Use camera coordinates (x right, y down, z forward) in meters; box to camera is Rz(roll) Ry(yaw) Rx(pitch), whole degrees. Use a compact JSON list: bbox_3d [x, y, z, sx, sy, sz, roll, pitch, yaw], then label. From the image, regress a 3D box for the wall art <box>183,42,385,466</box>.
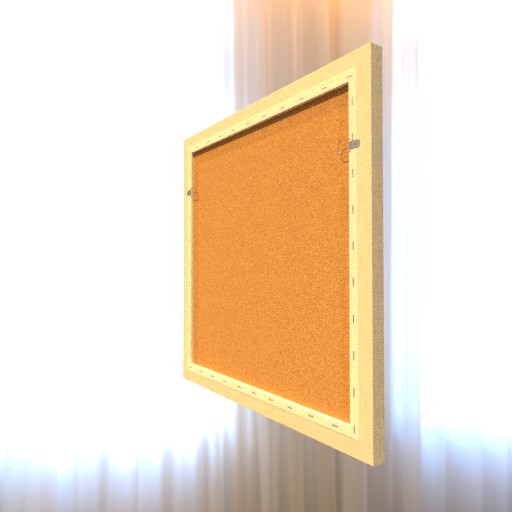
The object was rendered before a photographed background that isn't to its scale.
[{"bbox_3d":[0.000,0.000,1.486,0.045,1.016,1.016,1,-2,-35],"label":"wall art"}]
